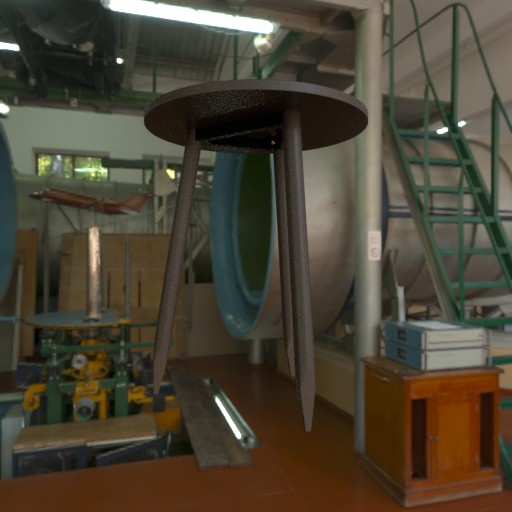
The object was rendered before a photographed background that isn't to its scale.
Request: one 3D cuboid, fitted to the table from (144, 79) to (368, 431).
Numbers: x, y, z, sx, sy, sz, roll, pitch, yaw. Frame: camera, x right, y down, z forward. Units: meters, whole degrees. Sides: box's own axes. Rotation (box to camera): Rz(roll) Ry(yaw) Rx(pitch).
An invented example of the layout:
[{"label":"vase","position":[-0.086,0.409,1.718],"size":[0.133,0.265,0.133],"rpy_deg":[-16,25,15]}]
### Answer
[{"label":"table","position":[0.000,0.000,0.934],"size":[0.457,0.585,0.457],"rpy_deg":[0,0,0]}]
